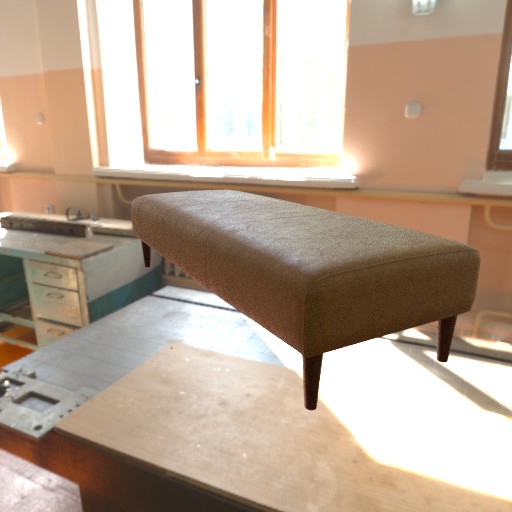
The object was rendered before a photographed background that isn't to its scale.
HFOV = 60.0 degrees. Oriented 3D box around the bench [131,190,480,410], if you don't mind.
[{"bbox_3d":[0.000,0.000,1.844,0.653,0.399,1.610,-8,17,-28],"label":"bench"}]
